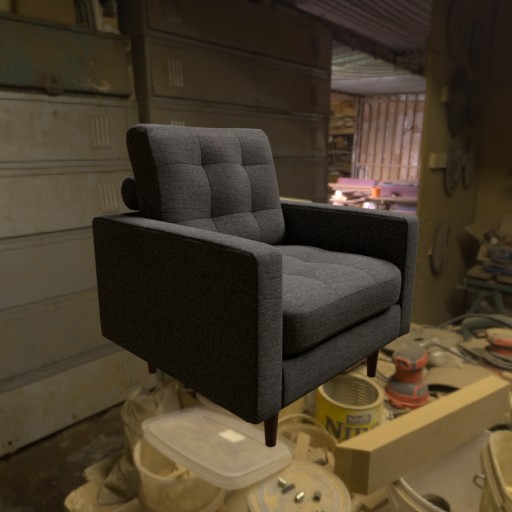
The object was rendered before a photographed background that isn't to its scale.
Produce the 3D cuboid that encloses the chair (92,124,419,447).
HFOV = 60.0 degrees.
[{"bbox_3d":[0.000,0.000,1.539,0.843,0.880,0.821,13,18,43],"label":"chair"}]
